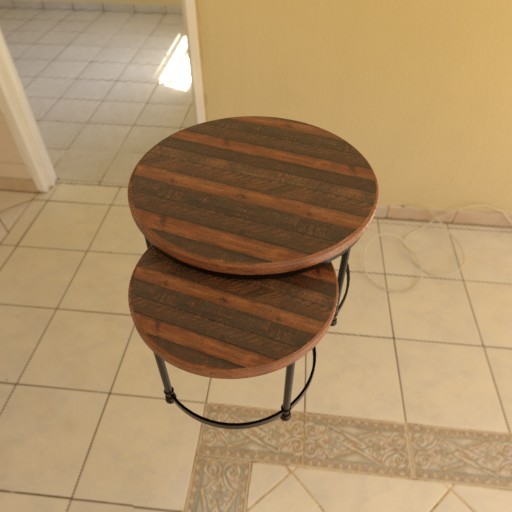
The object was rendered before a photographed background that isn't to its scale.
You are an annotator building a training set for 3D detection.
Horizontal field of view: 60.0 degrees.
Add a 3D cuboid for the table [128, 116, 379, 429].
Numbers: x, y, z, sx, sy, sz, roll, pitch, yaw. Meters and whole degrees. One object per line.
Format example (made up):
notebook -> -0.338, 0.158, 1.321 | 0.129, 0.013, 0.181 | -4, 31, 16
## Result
table -> 0.000, 0.000, 1.643 | 0.870, 0.516, 1.152 | -3, 46, -3
